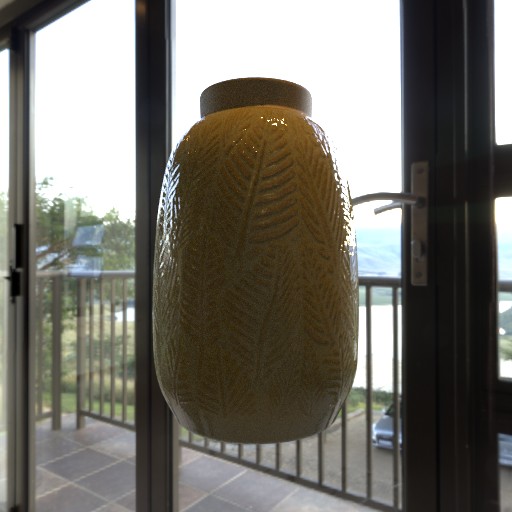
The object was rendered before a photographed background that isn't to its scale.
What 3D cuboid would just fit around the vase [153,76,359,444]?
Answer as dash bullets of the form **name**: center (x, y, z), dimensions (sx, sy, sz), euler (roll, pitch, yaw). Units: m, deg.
- **vase**: center (0.000, 0.000, 0.380), dimensions (0.172, 0.270, 0.172), euler (0, 0, 0)
